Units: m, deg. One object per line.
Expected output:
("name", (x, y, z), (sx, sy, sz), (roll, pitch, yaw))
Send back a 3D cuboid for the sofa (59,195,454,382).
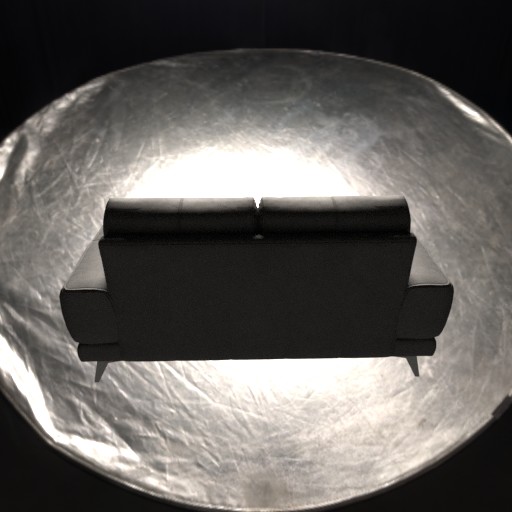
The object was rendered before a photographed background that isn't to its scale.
("sofa", (0.000, 0.000, 2.428), (1.806, 0.907, 1.018), (-1, 28, -1))
